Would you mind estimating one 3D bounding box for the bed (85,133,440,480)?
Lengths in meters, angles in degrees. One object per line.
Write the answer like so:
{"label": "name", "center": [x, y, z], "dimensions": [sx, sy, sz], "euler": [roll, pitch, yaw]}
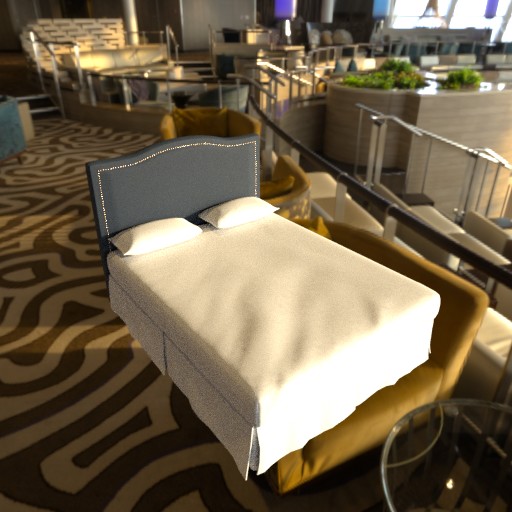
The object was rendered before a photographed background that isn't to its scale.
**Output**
{"label": "bed", "center": [0.000, 0.000, 3.468], "dimensions": [1.821, 1.436, 2.282], "euler": [-20, 34, -32]}
